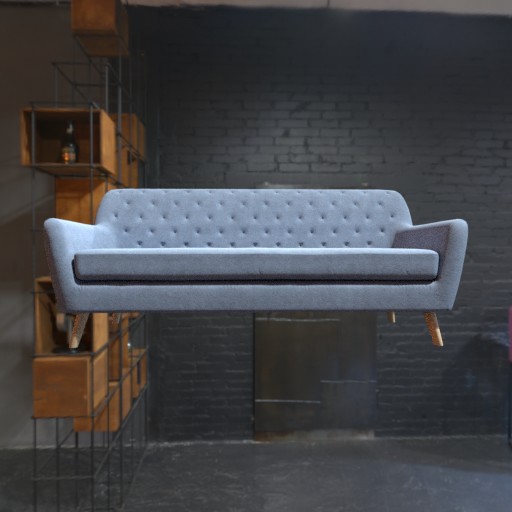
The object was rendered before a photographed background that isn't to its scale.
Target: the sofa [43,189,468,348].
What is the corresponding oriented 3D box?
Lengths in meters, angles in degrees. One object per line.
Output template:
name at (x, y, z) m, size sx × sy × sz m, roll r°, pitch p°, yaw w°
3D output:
sofa at (0.000, 0.000, 2.417) m, size 1.970 × 0.830 × 0.830 m, roll 0°, pitch 1°, yaw -2°
